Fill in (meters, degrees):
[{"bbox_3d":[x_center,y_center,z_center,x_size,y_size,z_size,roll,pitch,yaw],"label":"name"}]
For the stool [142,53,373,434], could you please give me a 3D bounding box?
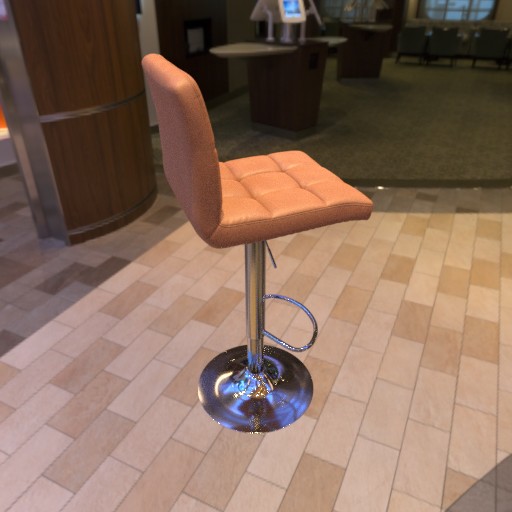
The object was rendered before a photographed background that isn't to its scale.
[{"bbox_3d":[0.000,0.000,1.350,0.505,1.115,0.430,-11,33,-17],"label":"stool"}]
